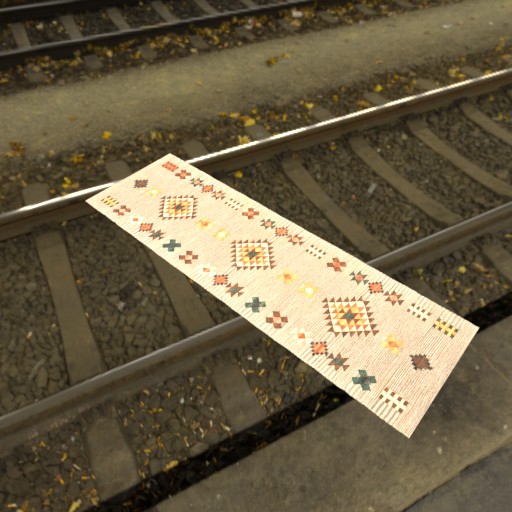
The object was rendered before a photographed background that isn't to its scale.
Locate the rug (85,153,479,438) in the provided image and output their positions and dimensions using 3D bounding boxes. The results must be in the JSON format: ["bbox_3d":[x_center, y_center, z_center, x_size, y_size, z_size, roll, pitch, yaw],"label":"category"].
[{"bbox_3d":[0.000,0.000,2.669,2.432,0.008,0.766,33,55,27],"label":"rug"}]
